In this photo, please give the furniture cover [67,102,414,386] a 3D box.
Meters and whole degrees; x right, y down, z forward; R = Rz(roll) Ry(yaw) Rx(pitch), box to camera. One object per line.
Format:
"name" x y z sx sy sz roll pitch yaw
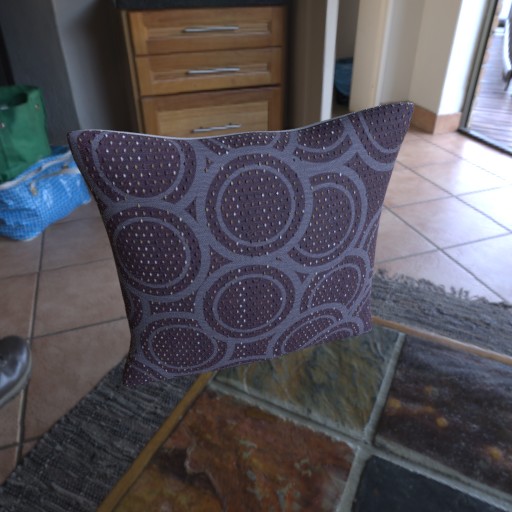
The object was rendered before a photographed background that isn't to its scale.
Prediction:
"furniture cover" 0.000 0.000 0.810 0.552 0.509 0.193 -10 34 -14
